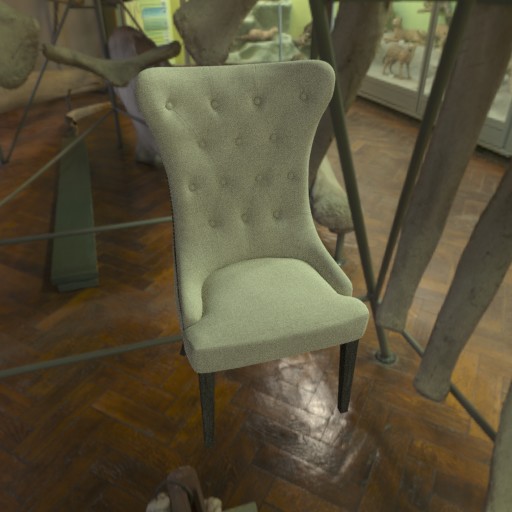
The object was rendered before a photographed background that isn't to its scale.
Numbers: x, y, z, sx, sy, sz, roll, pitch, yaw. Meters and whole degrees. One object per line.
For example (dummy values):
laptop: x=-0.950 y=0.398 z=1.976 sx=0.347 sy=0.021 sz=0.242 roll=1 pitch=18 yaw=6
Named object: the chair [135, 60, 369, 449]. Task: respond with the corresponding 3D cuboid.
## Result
chair: x=0.000 y=0.000 z=1.394 sx=0.584 sy=1.065 sz=0.590 roll=-9 pitch=33 yaw=-14
